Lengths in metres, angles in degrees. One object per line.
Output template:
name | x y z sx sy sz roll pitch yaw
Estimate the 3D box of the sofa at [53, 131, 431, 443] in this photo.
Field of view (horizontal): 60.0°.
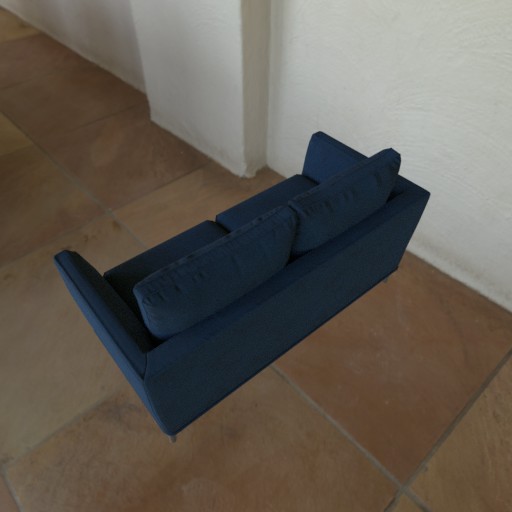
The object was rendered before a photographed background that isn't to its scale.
sofa | 0.000 0.000 2.392 1.770 1.002 0.853 -31 53 -26
